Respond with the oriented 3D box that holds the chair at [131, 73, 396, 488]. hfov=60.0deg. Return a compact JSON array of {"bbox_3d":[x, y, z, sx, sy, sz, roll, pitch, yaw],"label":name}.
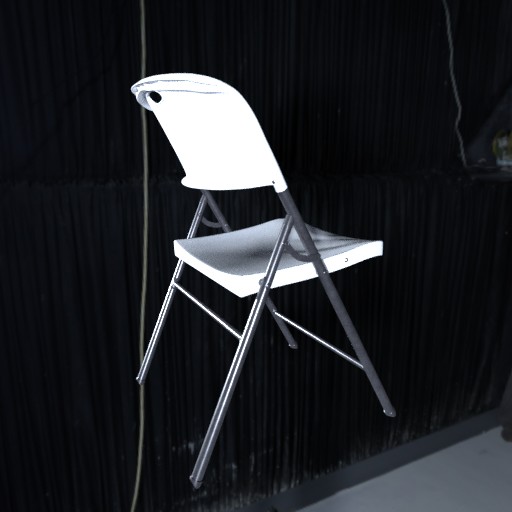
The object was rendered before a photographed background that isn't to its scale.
[{"bbox_3d":[0.000,0.000,1.135,0.566,0.810,0.494,-7,15,-27],"label":"chair"}]
